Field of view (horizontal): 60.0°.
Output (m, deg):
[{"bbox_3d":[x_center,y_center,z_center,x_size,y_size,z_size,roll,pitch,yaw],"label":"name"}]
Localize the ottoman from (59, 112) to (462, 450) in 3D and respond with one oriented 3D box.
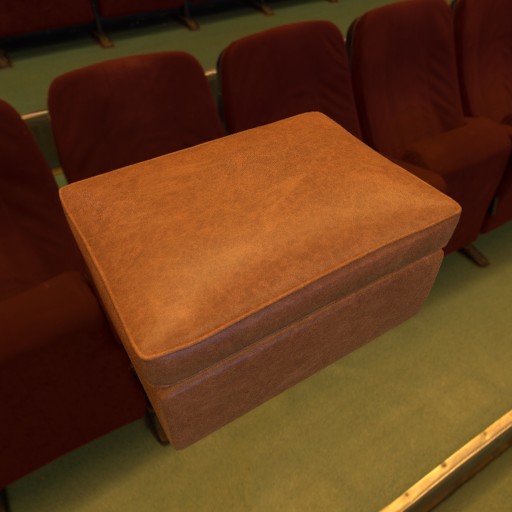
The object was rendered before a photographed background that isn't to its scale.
[{"bbox_3d":[0.000,0.000,1.109,0.756,0.468,0.554,-23,49,-22],"label":"ottoman"}]
